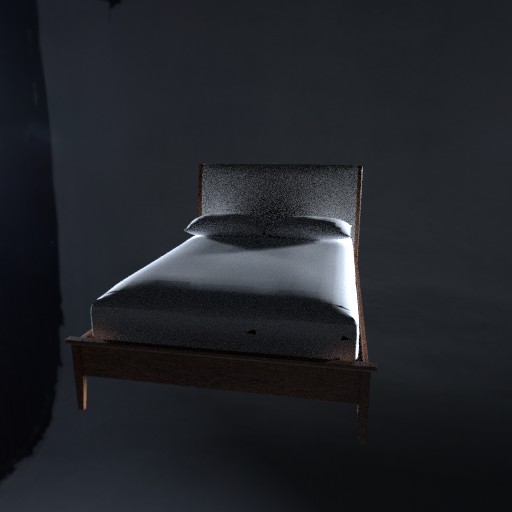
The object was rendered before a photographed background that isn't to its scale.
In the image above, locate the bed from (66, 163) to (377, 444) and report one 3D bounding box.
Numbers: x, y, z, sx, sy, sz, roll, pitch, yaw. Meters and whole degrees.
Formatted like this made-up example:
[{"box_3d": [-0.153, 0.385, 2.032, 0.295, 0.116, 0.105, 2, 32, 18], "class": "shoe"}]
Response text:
[{"box_3d": [0.000, 0.000, 3.304, 1.612, 1.250, 2.380, 3, 15, 11], "class": "bed"}]
